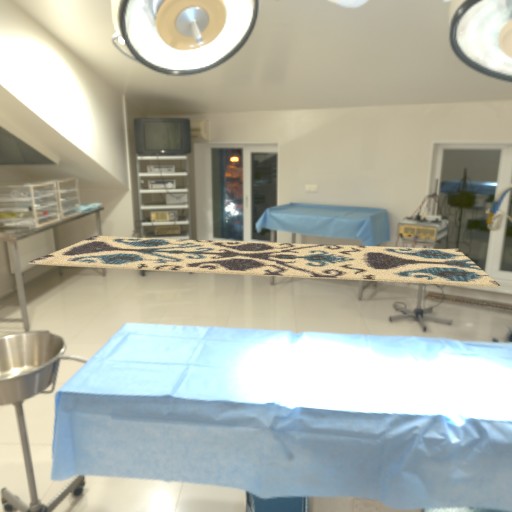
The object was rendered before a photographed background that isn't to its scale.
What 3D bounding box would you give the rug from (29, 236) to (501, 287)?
[{"bbox_3d":[0.000,0.000,2.457,2.301,0.017,0.692,2,15,9],"label":"rug"}]
